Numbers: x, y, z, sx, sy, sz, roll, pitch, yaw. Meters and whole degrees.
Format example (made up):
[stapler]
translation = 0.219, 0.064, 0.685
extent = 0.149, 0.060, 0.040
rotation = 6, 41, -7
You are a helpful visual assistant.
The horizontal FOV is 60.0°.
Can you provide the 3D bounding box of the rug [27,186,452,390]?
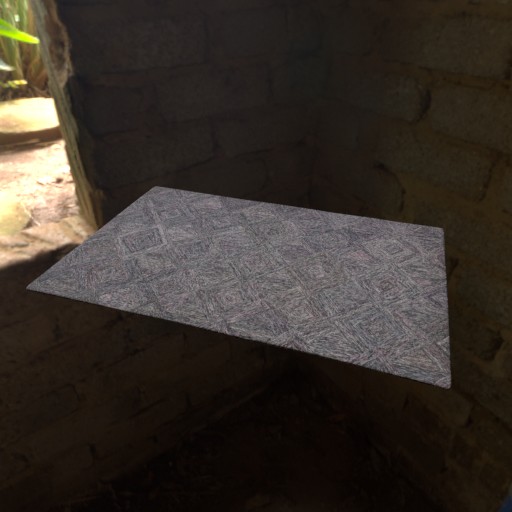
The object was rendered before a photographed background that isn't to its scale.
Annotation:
[rug]
translation = 0.000, 0.000, 2.159
extent = 1.752, 0.013, 1.158
rotation = 10, 34, 15
